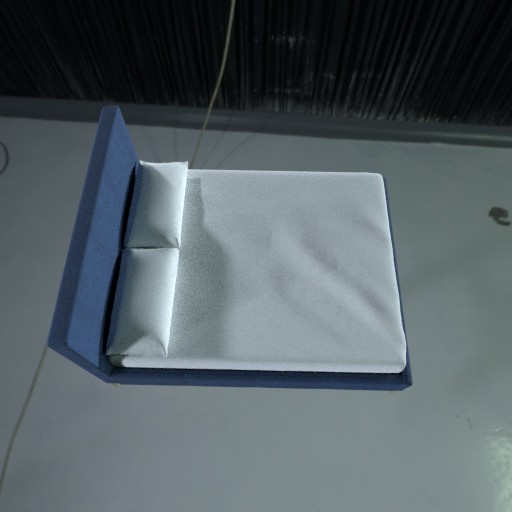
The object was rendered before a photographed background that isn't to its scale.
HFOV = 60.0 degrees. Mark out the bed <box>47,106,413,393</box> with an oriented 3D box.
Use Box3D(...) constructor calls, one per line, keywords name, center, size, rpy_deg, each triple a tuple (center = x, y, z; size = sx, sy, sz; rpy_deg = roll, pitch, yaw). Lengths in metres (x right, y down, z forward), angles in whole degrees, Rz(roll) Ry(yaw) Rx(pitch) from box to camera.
Box3D(name="bed", center=(0.000, 0.000, 3.220), size=(2.172, 1.231, 1.723), rpy_deg=(1, 64, 1))
